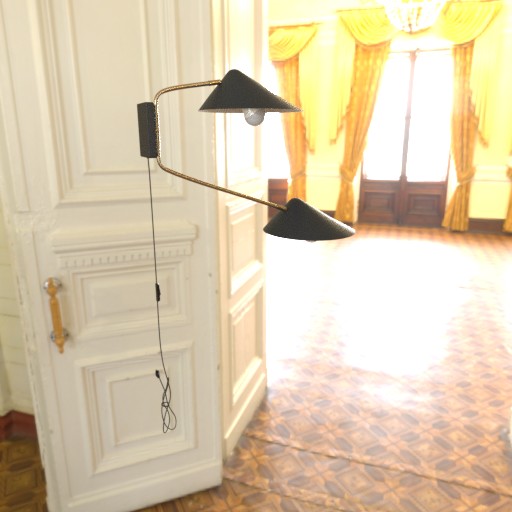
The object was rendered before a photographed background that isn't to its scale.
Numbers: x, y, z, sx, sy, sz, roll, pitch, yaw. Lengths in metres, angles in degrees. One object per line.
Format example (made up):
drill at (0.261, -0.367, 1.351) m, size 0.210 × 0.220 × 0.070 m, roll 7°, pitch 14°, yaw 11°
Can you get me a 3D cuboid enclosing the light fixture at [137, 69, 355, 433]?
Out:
light fixture at (0.000, 0.000, 0.856) m, size 0.422 × 0.665 × 0.189 m, roll -8°, pitch 17°, yaw -26°
